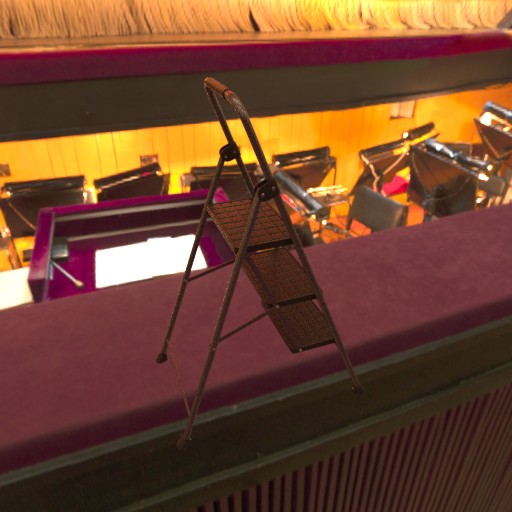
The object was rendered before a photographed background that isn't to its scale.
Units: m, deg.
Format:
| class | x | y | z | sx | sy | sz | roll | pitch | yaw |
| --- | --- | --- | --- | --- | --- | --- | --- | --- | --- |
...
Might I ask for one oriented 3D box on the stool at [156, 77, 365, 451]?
| class | x | y | z | sx | sy | sz | roll | pitch | yaw |
| --- | --- | --- | --- | --- | --- | --- | --- | --- | --- |
| stool | 0.000 | 0.000 | 1.497 | 0.733 | 1.121 | 0.473 | -11 | 33 | -17 |
